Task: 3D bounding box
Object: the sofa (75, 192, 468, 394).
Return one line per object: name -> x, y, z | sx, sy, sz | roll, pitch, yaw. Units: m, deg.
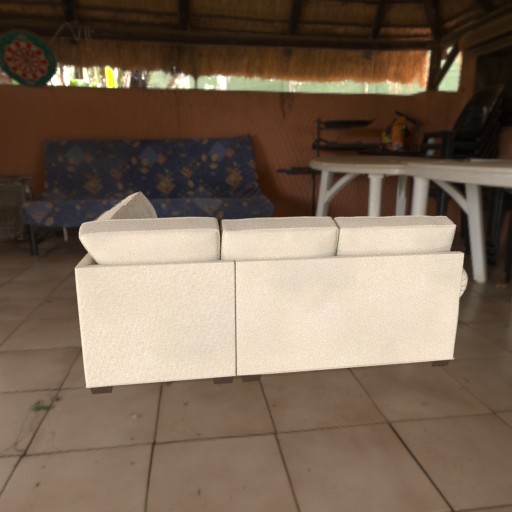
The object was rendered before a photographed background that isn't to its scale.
sofa -> 0.000, 0.000, 3.958 | 2.487, 1.054, 2.569 | -2, 13, -9
